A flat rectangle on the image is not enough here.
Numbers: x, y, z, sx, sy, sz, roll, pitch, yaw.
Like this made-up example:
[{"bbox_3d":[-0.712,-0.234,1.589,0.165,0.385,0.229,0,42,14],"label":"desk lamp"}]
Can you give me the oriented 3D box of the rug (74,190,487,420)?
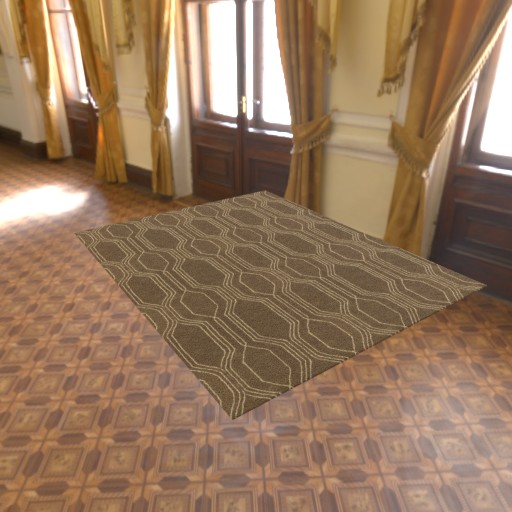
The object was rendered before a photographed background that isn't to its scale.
[{"bbox_3d":[0.000,0.000,4.103,2.457,0.012,3.062,-17,31,-31],"label":"rug"}]
